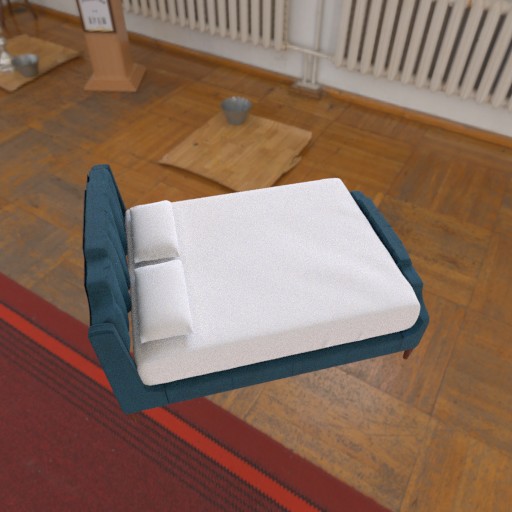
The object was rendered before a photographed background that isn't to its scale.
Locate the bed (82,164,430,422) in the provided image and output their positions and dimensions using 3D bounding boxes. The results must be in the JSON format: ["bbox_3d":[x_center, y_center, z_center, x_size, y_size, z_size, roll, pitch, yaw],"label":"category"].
[{"bbox_3d":[0.000,0.000,3.515,2.322,1.351,1.676,-10,47,-10],"label":"bed"}]
